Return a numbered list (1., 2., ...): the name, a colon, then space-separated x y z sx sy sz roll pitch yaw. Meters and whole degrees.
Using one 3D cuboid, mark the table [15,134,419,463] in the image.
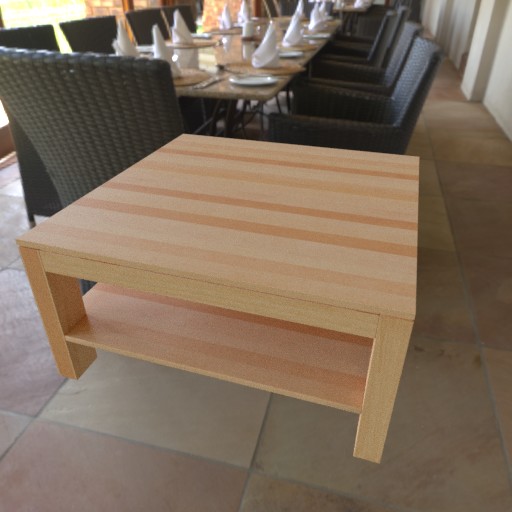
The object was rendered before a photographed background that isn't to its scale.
1. table: 0.000 0.000 1.405 0.900 0.450 0.900 10 33 15
